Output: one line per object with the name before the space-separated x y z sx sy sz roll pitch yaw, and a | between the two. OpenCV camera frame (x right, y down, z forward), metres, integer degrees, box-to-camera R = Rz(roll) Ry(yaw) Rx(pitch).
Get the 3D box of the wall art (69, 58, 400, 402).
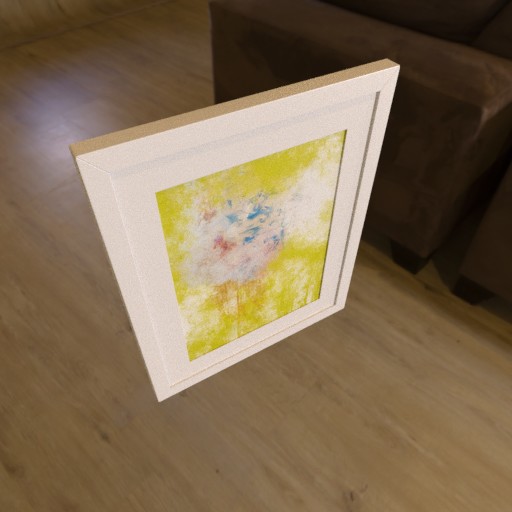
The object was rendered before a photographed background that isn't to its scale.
wall art | 0.000 0.000 0.748 0.454 0.556 0.028 -23 50 -21
